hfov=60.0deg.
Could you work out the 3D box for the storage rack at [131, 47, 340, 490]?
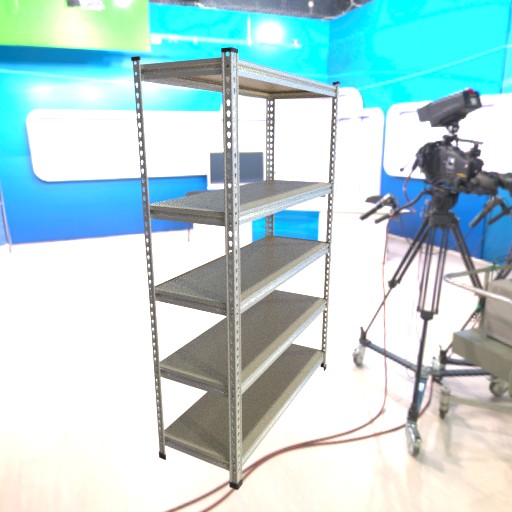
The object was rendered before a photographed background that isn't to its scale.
[{"bbox_3d":[0.000,0.000,2.367,0.457,1.829,1.219,8,17,27],"label":"storage rack"}]
